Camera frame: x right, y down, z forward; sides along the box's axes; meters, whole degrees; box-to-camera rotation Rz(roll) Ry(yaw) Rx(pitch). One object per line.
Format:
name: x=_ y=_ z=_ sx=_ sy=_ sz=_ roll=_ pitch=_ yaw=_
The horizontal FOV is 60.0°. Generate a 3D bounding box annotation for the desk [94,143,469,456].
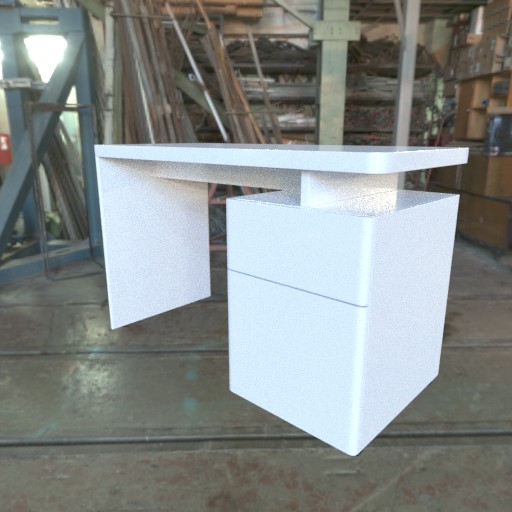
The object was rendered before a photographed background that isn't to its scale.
desk: x=0.000 y=0.000 z=1.577 sx=1.200 sy=0.760 sz=0.550 roll=14 pitch=20 yaw=41
